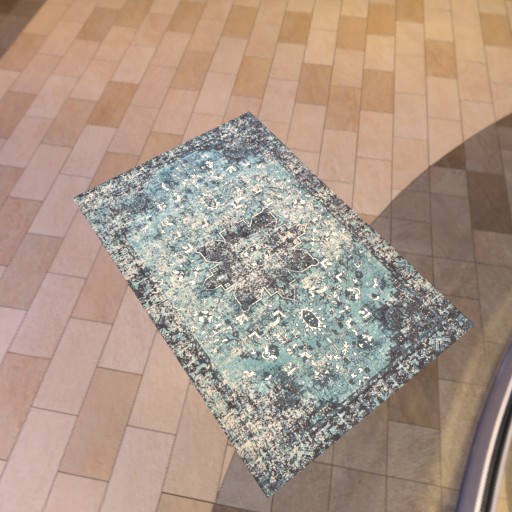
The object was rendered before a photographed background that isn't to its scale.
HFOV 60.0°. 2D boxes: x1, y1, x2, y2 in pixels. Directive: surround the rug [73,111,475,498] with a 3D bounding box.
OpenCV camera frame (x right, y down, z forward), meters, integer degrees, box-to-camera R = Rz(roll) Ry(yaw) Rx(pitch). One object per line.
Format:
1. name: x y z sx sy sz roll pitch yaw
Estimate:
1. rug: 0.000 0.000 2.283 1.219 0.005 1.828 -32 64 -18
